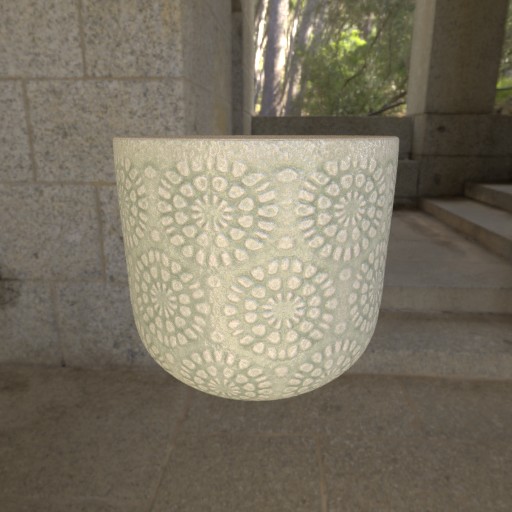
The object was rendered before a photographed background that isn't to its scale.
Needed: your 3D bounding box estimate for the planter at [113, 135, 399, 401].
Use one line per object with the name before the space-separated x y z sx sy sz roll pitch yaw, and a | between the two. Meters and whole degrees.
planter | 0.000 0.000 0.294 0.169 0.153 0.169 0 16 0
